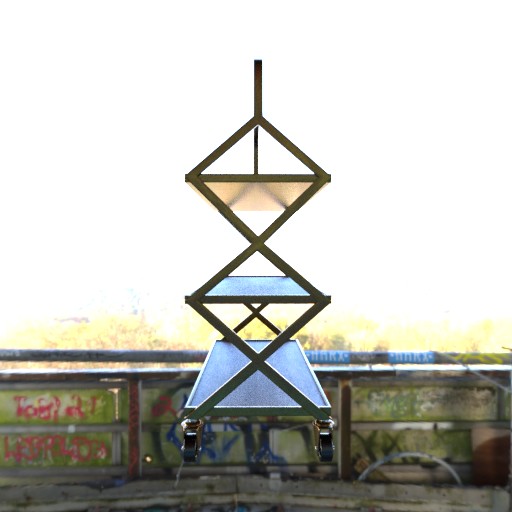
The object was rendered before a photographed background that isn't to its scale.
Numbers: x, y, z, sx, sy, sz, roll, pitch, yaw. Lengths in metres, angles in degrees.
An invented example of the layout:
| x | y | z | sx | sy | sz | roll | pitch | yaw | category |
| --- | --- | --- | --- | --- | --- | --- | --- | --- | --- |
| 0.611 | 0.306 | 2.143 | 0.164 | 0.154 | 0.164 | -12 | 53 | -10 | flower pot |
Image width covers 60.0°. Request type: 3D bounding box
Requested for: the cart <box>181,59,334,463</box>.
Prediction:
| x | y | z | sx | sy | sz | roll | pitch | yaw | category |
| --- | --- | --- | --- | --- | --- | --- | --- | --- | --- |
| 0.000 | 0.000 | 1.209 | 0.313 | 0.805 | 0.723 | 0 | 1 | 0 | cart |
